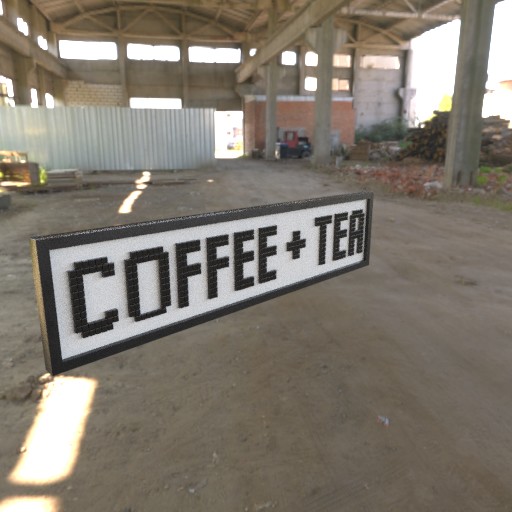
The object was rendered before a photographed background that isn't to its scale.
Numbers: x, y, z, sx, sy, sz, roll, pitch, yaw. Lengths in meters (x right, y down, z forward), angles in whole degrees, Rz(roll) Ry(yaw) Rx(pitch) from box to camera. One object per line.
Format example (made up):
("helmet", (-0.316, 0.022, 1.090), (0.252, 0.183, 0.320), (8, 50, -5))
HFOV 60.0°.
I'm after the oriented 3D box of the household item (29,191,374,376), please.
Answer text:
("household item", (0.000, 0.000, 1.074), (1.001, 0.236, 0.030), (-14, 20, -43))
